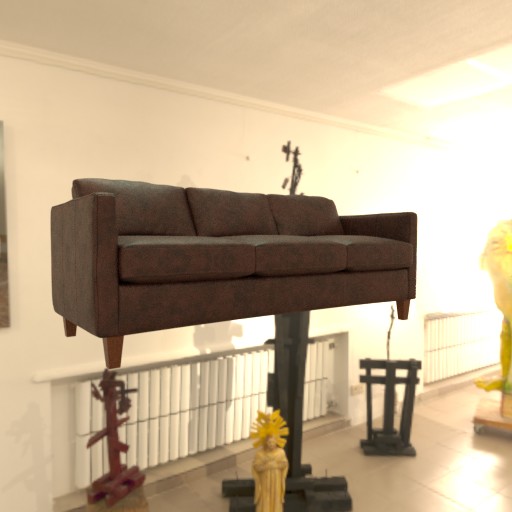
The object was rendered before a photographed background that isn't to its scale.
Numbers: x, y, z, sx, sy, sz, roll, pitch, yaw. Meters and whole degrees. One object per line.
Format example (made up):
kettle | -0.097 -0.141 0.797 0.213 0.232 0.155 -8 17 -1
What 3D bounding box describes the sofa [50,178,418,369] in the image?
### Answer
sofa | 0.000 0.000 3.084 2.464 1.006 1.045 -1 2 -35
